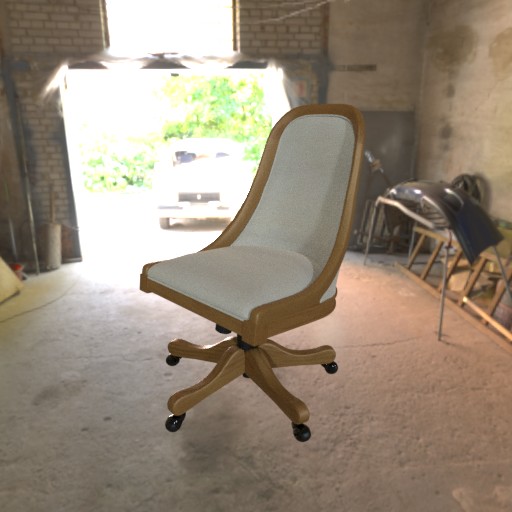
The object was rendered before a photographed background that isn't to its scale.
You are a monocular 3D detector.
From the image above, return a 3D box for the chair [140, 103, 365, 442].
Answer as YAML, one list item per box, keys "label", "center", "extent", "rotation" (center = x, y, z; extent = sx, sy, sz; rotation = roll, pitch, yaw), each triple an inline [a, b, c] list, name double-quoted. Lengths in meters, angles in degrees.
- label: "chair"
  center: [0.000, 0.000, 1.537]
  extent: [0.702, 1.009, 0.811]
  rotation: [17, 24, 42]
